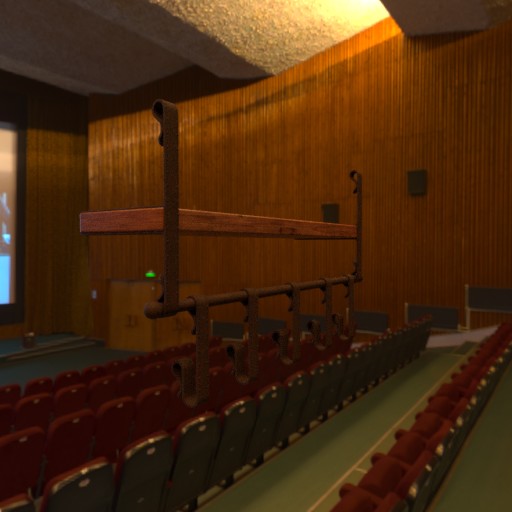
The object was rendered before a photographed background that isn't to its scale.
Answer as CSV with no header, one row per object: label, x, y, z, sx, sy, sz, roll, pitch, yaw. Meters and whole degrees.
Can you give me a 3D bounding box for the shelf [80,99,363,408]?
shelf,0.000,0.000,0.707,0.146,0.330,0.567,1,2,35
